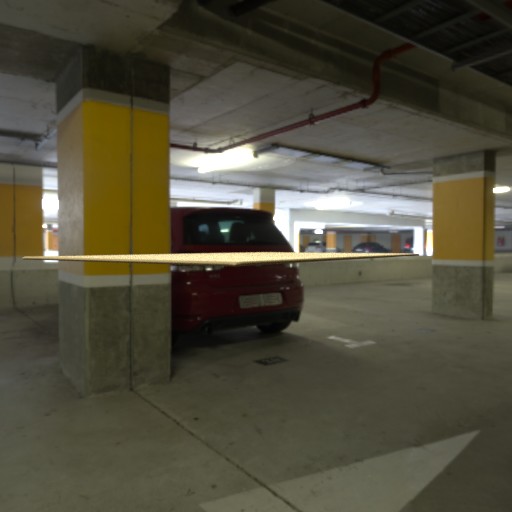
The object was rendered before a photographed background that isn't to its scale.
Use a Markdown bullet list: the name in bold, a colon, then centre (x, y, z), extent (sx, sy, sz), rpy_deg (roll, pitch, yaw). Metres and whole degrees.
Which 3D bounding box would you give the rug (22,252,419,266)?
- **rug**: centre (0.000, 0.000, 2.100), extent (1.062, 0.013, 1.667), rpy_deg (1, 1, 35)
